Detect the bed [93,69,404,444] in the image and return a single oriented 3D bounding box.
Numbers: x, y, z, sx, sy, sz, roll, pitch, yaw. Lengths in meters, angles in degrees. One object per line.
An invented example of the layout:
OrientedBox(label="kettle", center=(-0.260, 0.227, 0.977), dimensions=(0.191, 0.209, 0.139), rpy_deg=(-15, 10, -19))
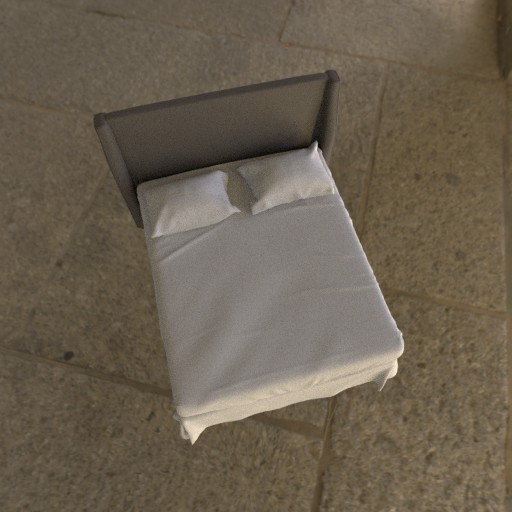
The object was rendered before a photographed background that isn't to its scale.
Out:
OrientedBox(label="bed", center=(0.000, 0.000, 3.457), dimensions=(1.925, 1.332, 2.276), rpy_deg=(-13, 63, -7))
